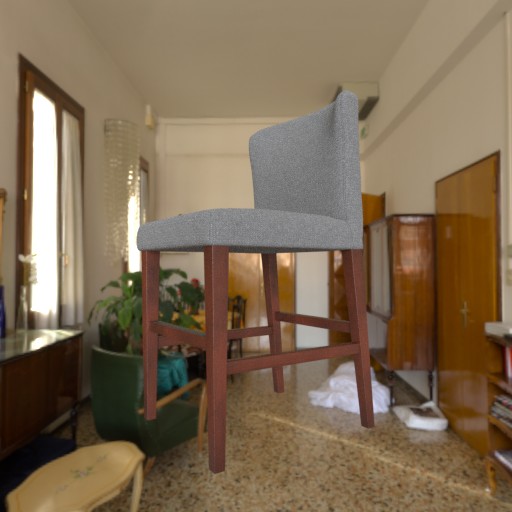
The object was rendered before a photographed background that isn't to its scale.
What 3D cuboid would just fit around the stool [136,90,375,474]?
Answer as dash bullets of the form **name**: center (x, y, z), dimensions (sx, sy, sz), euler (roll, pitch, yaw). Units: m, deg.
- **stool**: center (0.000, 0.000, 1.301), dimensions (0.568, 0.968, 0.479), euler (1, -1, -34)
